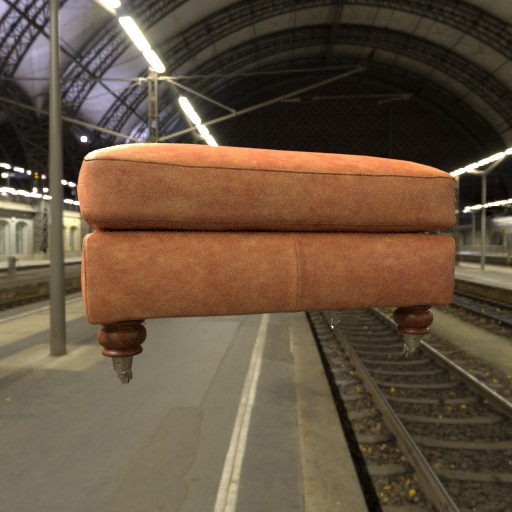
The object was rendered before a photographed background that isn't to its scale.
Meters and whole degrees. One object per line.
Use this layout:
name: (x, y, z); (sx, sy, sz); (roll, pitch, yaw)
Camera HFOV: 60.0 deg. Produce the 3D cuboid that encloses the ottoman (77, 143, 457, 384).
ottoman: (0.000, 0.000, 1.167); (0.852, 0.507, 0.565); (-1, 2, -18)
